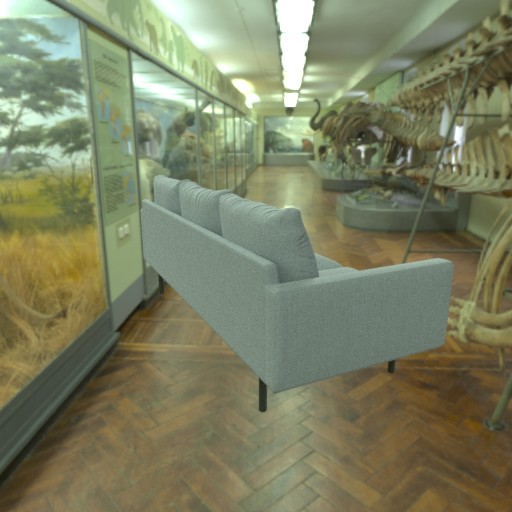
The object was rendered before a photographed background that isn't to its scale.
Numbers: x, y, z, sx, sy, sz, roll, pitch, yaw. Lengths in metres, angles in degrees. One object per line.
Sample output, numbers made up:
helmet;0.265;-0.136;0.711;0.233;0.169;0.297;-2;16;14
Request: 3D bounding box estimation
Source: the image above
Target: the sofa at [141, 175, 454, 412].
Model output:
sofa;0.000;0.000;2.510;0.850;0.830;2.000;-7;16;-26
